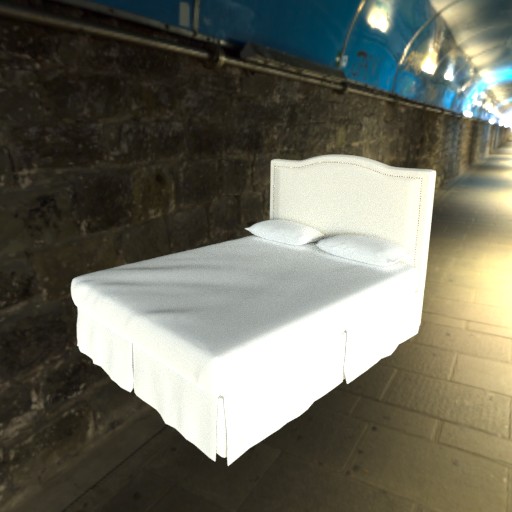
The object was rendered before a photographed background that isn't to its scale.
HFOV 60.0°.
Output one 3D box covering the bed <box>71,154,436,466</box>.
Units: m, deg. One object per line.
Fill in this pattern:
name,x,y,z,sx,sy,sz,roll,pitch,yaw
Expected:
bed,0.000,0.000,3.424,2.282,1.436,1.821,-15,22,-42
